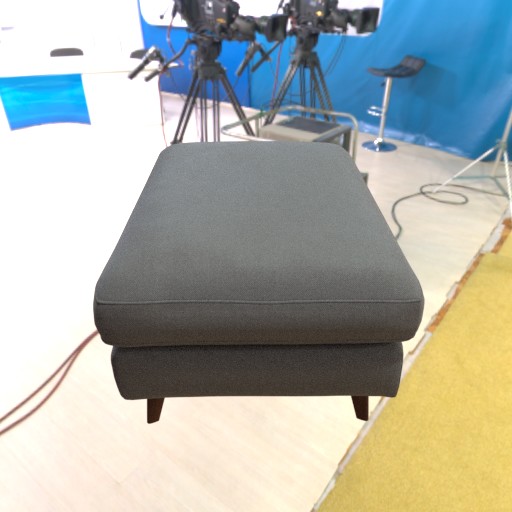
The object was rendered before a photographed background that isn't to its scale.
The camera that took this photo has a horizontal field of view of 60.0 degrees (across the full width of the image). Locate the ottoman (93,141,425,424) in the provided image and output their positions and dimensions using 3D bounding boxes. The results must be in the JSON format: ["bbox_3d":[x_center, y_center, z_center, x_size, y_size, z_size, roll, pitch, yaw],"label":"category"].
[{"bbox_3d":[0.000,0.000,1.175,0.608,0.449,0.811,0,33,-1],"label":"ottoman"}]
